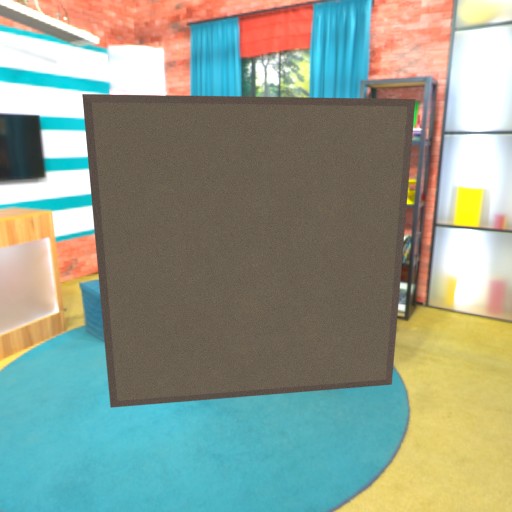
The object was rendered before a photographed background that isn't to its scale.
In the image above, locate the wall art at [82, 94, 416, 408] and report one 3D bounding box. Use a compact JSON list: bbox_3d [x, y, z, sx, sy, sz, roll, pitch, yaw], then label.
[{"bbox_3d":[0.000,0.000,0.750,0.508,0.506,0.038,-2,14,-8],"label":"wall art"}]
